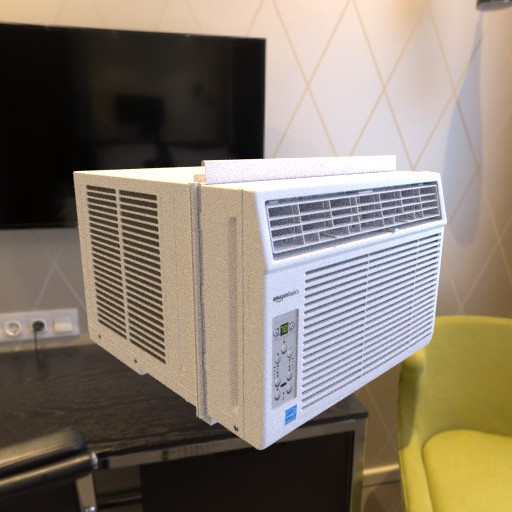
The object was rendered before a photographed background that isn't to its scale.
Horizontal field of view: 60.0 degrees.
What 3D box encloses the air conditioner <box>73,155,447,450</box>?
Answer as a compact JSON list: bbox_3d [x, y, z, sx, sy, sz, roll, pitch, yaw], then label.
[{"bbox_3d":[0.000,0.000,0.884,0.503,0.388,0.546,-13,19,-42],"label":"air conditioner"}]
